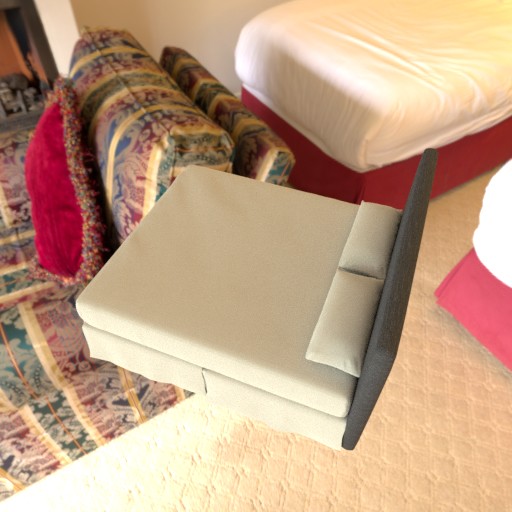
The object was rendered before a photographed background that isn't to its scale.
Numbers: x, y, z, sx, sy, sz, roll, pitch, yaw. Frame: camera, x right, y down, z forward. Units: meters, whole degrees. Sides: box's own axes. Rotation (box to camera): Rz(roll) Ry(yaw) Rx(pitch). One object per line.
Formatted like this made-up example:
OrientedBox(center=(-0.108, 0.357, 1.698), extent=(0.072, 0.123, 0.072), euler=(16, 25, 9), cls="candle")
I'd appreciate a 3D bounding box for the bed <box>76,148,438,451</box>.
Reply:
OrientedBox(center=(0.000, 0.000, 3.346), extent=(2.142, 1.330, 1.884), euler=(16, 50, 14), cls="bed")
